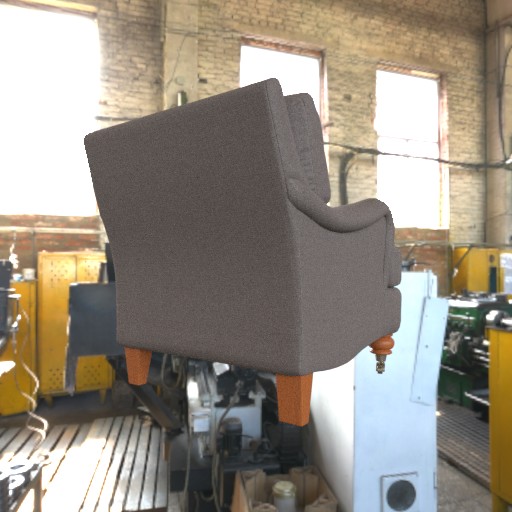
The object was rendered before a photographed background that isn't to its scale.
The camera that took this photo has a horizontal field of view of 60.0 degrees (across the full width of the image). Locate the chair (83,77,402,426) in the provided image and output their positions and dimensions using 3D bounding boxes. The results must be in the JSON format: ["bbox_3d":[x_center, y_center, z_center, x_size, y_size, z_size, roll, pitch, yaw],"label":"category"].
[{"bbox_3d":[0.000,0.000,1.846,0.955,1.038,1.070,-1,-1,36],"label":"chair"}]
